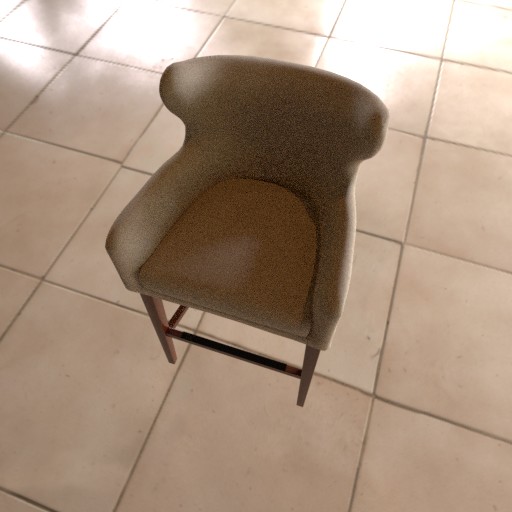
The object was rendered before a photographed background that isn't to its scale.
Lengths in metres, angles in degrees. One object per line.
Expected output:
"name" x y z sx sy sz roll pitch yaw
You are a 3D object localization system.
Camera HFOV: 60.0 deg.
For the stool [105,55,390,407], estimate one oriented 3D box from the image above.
"stool" 0.000 0.000 1.362 0.556 1.034 0.563 16 59 10
